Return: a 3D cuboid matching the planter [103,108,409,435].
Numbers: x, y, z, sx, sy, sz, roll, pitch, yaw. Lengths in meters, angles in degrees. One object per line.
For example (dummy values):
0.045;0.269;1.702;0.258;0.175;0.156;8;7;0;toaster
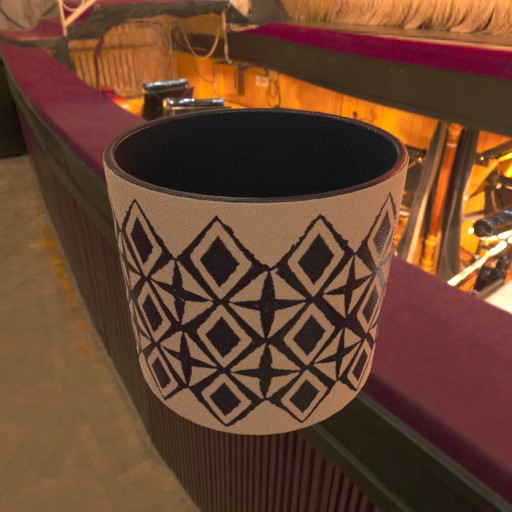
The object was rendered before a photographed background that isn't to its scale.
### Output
0.000;0.000;0.275;0.159;0.144;0.159;0;31;0;planter
